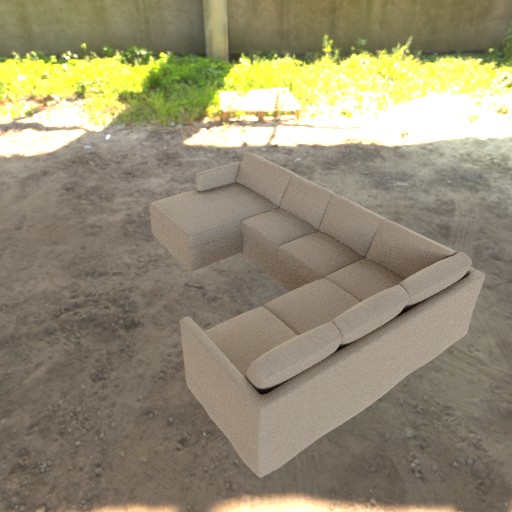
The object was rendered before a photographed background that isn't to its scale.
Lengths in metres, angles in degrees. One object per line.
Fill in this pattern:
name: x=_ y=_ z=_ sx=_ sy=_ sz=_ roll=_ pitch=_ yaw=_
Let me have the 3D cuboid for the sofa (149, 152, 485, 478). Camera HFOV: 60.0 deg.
sofa: x=0.000 y=0.000 z=4.529 sx=2.476 sy=0.878 sz=3.528 roll=-21 pitch=38 yaw=-30
